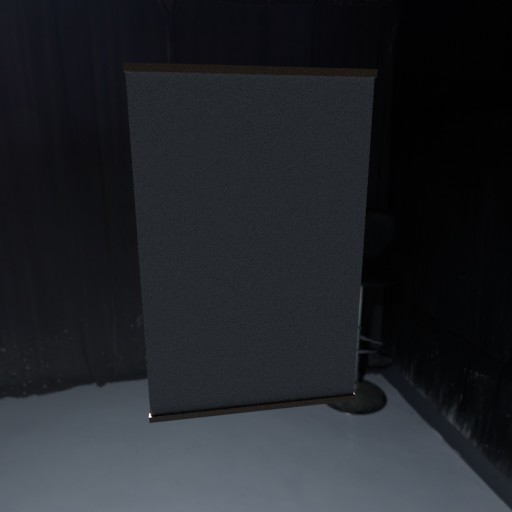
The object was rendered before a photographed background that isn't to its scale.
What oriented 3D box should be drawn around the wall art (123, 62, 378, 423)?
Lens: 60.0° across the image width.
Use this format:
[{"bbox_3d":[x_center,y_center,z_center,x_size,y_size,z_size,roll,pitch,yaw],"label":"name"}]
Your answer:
[{"bbox_3d":[0.000,0.000,1.915,0.990,1.519,0.030,-3,16,-10],"label":"wall art"}]
